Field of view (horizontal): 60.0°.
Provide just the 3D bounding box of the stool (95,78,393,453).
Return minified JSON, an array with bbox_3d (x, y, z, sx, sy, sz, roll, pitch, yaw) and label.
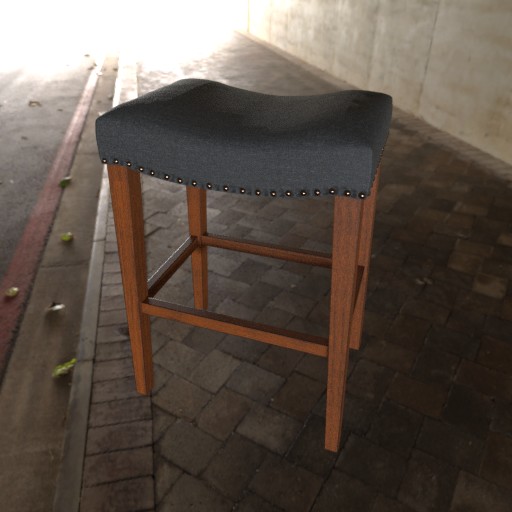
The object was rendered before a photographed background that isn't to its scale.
[{"bbox_3d":[0.000,0.000,0.871,0.439,0.612,0.320,11,34,16],"label":"stool"}]
